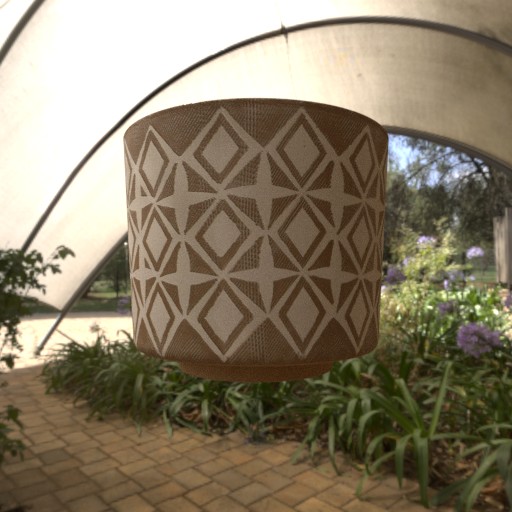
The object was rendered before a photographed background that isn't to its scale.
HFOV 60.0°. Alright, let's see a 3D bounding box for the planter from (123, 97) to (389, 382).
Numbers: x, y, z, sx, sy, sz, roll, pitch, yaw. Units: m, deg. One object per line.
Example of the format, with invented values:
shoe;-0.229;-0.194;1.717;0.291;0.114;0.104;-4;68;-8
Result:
planter;0.000;0.000;0.448;0.260;0.220;0.260;0;-3;0
